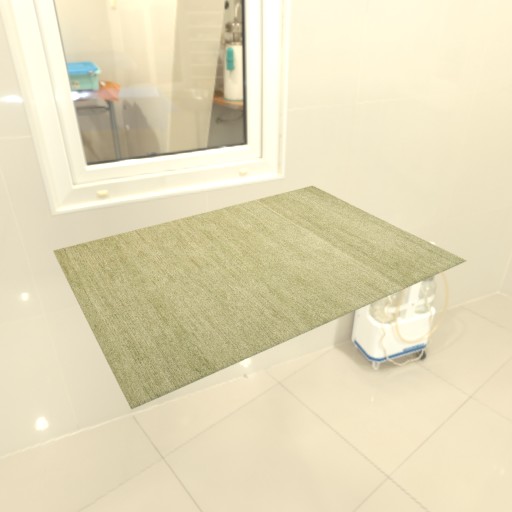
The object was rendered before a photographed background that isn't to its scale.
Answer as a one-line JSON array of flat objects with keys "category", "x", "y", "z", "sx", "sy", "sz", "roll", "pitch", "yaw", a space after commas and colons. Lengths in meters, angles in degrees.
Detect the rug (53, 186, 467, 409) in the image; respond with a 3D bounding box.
[{"category": "rug", "x": 0.000, "y": 0.000, "z": 2.975, "sx": 2.270, "sy": 0.017, "sz": 1.606, "roll": -18, "pitch": 35, "yaw": -28}]
